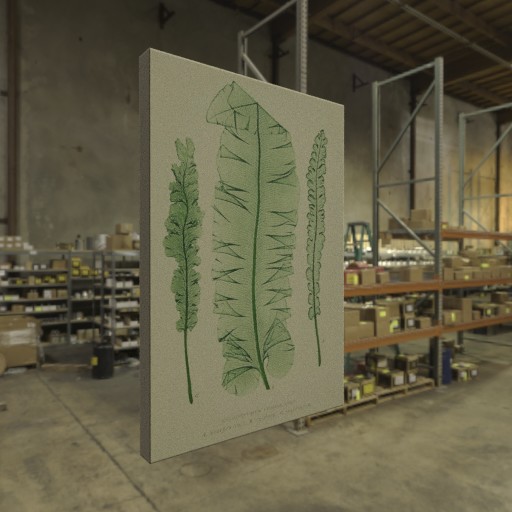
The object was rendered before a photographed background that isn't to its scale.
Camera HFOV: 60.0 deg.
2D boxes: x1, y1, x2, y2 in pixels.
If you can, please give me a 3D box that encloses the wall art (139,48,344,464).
[{"bbox_3d":[0.000,0.000,0.789,0.418,0.608,0.038,0,0,-37],"label":"wall art"}]
